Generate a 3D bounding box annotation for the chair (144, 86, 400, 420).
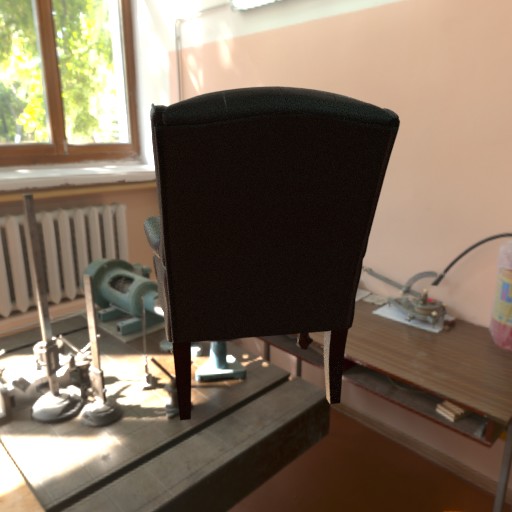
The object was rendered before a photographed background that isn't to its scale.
[{"bbox_3d":[0.000,0.000,1.663,0.831,1.133,0.822,-3,16,-10],"label":"chair"}]
